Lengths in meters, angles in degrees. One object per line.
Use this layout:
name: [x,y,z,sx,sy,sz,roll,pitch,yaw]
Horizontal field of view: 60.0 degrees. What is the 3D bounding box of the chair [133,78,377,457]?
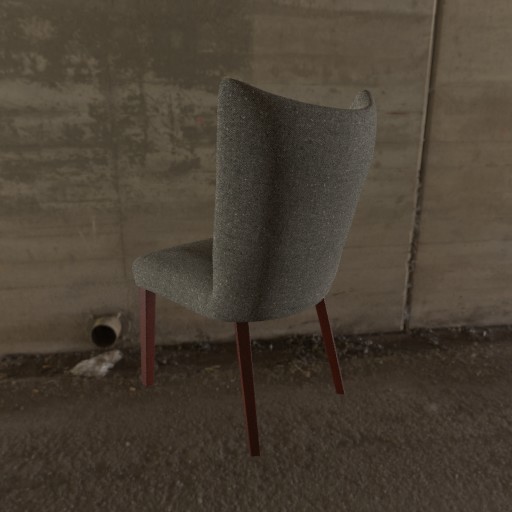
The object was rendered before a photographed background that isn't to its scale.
chair: [0.000,0.000,1.303,0.535,0.924,0.623,-16,23,-43]
